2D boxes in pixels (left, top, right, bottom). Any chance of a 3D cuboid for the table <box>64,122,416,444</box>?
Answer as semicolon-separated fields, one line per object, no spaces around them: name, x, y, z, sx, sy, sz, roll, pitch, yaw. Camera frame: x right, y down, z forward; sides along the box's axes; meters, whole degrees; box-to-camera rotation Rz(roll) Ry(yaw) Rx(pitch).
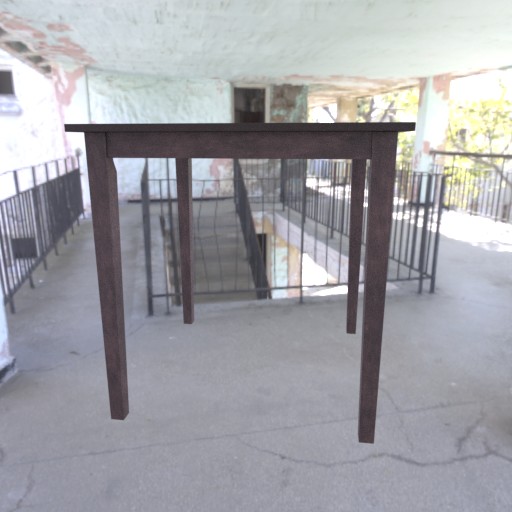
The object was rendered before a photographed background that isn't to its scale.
table;0.000;0.000;1.383;0.749;0.770;0.749;2;15;8
